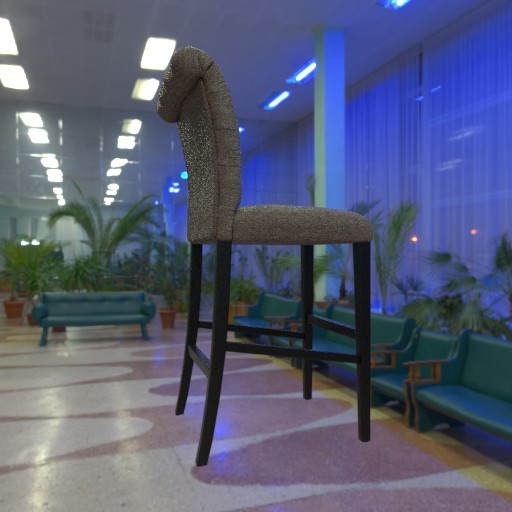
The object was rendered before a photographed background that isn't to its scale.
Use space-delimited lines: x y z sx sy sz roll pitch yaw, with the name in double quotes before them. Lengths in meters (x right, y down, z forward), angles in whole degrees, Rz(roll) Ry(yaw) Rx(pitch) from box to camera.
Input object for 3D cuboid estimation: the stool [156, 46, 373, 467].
"stool" 0.000 0.000 1.457 0.613 1.131 0.452 0 0 -18
